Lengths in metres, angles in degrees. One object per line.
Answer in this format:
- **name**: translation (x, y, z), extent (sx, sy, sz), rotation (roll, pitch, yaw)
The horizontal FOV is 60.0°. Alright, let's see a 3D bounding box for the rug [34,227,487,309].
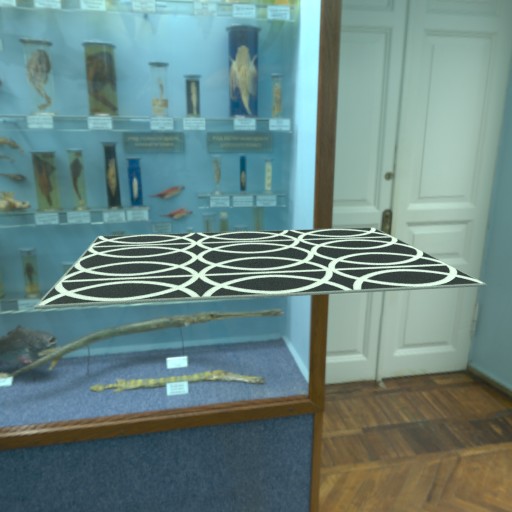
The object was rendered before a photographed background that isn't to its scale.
- **rug**: translation (0.000, 0.000, 2.922), extent (2.290, 0.014, 1.526), rotation (-2, 15, -8)
